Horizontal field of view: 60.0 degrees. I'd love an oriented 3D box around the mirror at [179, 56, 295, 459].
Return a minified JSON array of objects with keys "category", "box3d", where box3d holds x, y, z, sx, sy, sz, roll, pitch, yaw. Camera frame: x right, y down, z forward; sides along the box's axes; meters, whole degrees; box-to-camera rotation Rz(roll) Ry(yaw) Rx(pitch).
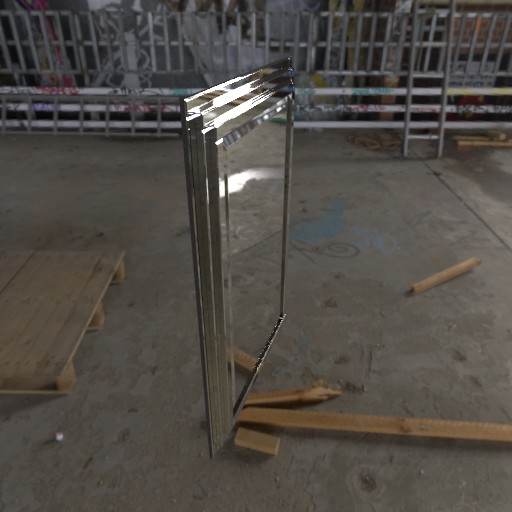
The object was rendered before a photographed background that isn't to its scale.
[{"category":"mirror","box3d":[0.000,0.000,1.183,0.039,0.914,0.613,11,32,17]}]
